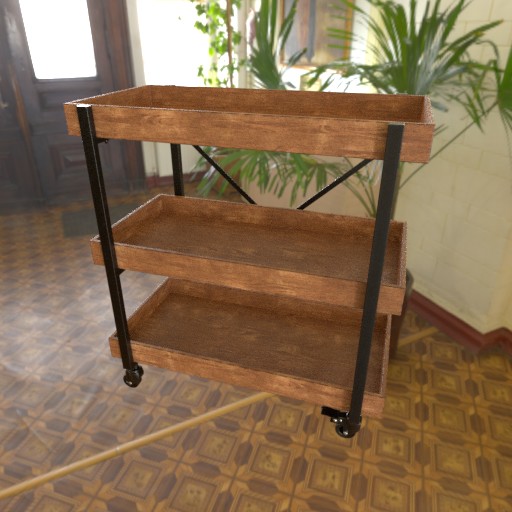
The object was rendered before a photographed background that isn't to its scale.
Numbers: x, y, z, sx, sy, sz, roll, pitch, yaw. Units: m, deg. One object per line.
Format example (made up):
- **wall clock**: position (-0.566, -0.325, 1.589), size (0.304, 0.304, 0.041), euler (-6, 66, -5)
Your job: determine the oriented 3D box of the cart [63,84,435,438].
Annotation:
- **cart**: position (0.000, 0.000, 1.186), size (0.750, 0.800, 0.411), euler (8, 29, 15)
